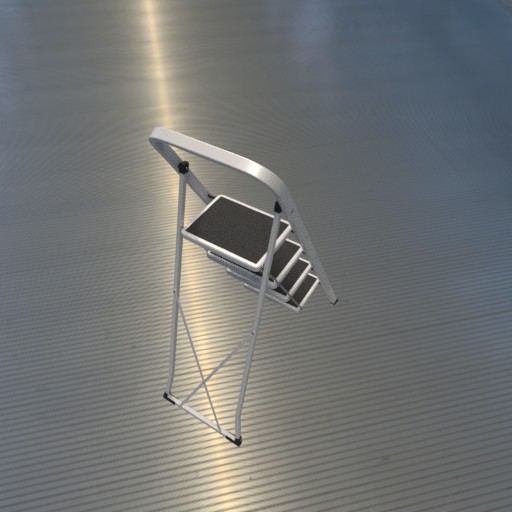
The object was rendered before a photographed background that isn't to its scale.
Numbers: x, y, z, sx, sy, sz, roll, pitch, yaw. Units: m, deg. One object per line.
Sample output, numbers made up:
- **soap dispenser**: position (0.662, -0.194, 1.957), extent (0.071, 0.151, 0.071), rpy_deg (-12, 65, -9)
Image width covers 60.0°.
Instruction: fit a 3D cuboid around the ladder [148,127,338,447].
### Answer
- **ladder**: position (0.000, 0.000, 1.704), extent (0.460, 1.265, 0.914), rpy_deg (25, 52, 21)
